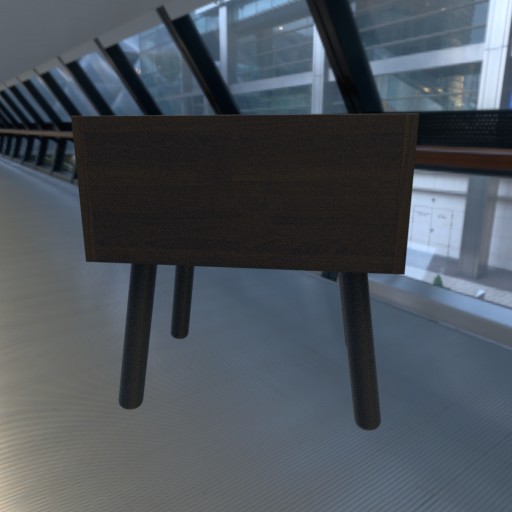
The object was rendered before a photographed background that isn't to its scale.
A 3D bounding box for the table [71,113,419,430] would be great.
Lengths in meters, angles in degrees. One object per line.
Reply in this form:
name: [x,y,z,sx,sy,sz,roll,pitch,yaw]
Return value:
table: [0.000,0.000,0.803,0.450,0.470,0.370,2,15,8]
